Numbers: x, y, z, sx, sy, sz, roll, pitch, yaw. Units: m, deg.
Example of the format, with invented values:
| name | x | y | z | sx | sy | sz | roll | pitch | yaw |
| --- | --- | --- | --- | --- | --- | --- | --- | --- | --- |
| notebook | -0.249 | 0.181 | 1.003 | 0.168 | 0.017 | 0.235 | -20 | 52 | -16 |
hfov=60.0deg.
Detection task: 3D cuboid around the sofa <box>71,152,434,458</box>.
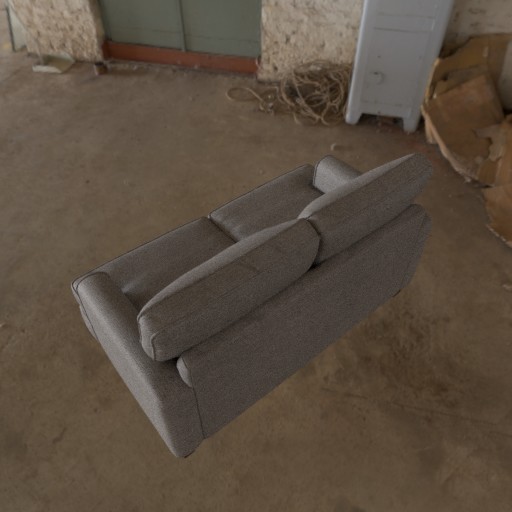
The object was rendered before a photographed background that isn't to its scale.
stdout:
| name | x | y | z | sx | sy | sz | roll | pitch | yaw |
| --- | --- | --- | --- | --- | --- | --- | --- | --- | --- |
| sofa | 0.000 | 0.000 | 2.253 | 1.651 | 0.965 | 0.965 | -30 | 53 | -26 |
